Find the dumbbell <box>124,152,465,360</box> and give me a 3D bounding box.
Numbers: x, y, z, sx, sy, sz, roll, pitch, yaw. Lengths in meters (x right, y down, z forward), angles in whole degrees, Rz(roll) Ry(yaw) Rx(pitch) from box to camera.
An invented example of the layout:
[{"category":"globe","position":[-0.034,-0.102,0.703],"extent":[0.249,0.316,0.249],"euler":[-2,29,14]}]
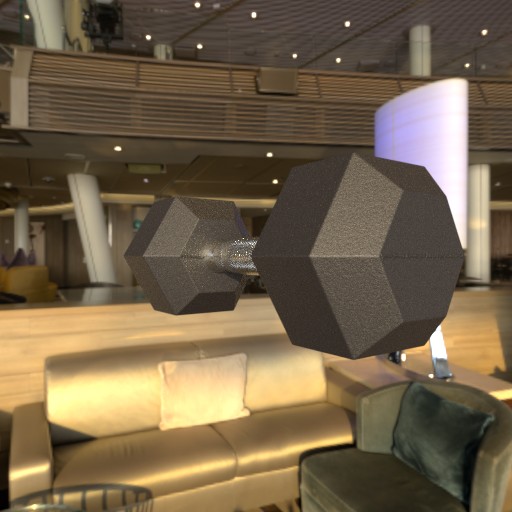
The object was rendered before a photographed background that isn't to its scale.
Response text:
[{"category":"dumbbell","position":[0.000,0.000,0.368],"extent":[0.129,0.113,0.315],"euler":[0,0,-36]}]
